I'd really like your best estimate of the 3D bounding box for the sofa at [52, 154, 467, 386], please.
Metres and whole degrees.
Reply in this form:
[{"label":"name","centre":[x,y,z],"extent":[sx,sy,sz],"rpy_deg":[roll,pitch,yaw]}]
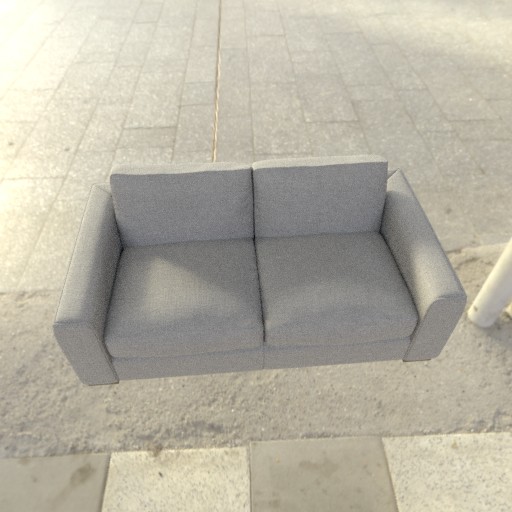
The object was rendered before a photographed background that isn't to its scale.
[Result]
[{"label":"sofa","centre":[0.000,0.000,2.441],"extent":[1.920,0.800,1.069],"rpy_deg":[-3,47,-3]}]
